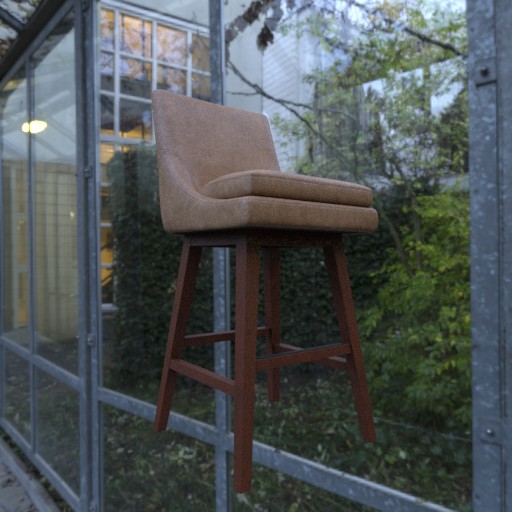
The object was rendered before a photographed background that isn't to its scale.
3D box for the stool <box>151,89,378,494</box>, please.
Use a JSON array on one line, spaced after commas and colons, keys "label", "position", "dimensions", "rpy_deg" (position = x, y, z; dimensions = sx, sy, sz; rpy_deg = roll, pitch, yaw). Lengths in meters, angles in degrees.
[{"label": "stool", "position": [0.000, 0.000, 1.359], "dimensions": [0.487, 1.079, 0.572], "rpy_deg": [0, 0, -37]}]
